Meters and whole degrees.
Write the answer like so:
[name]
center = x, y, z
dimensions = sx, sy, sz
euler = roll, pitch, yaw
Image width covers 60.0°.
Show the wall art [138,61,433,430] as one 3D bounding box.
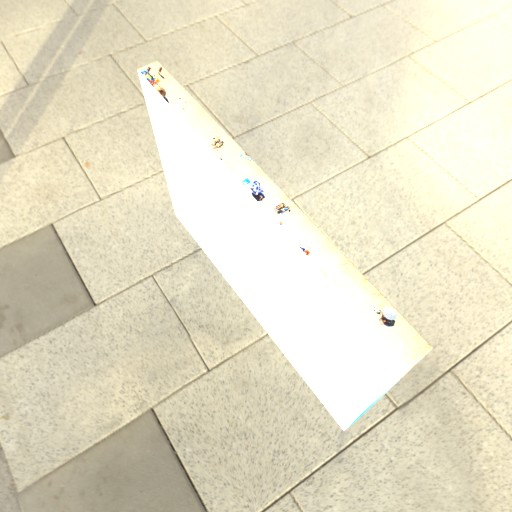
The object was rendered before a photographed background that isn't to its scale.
[wall art]
center = 0.000, 0.000, 1.144
dimensions = 0.057, 0.595, 0.894
euler = -32, 65, -17
